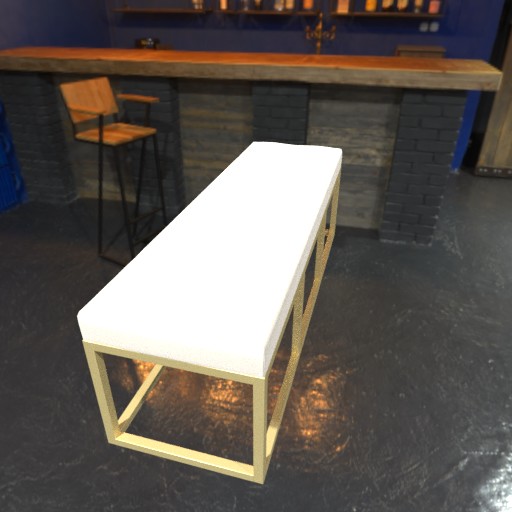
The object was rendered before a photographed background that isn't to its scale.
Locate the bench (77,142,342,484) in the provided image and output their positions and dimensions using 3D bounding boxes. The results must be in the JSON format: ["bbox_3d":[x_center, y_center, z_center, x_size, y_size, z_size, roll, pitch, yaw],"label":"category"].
[{"bbox_3d":[0.000,0.000,1.698,0.457,0.484,1.473,8,31,14],"label":"bench"}]
